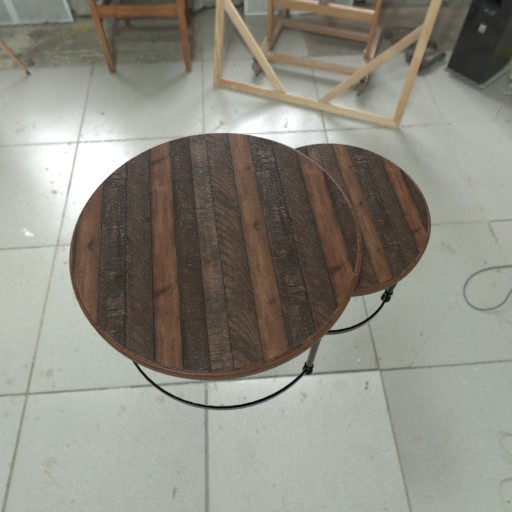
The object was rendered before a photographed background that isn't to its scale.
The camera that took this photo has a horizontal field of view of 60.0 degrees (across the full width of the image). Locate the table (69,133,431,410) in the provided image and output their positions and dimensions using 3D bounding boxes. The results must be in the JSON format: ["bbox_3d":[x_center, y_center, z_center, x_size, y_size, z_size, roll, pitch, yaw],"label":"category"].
[{"bbox_3d":[0.000,0.000,1.588,1.152,0.516,0.870,-29,62,-17],"label":"table"}]
